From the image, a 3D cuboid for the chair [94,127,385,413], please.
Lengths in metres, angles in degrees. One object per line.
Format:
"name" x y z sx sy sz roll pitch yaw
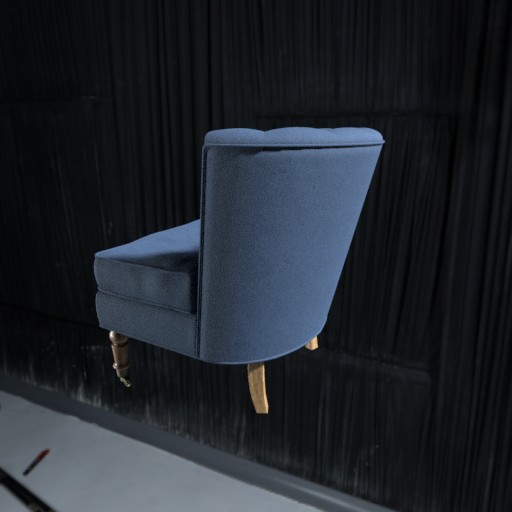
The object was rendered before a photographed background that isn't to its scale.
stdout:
"chair" 0.000 0.000 1.384 0.718 0.771 0.740 8 18 25
